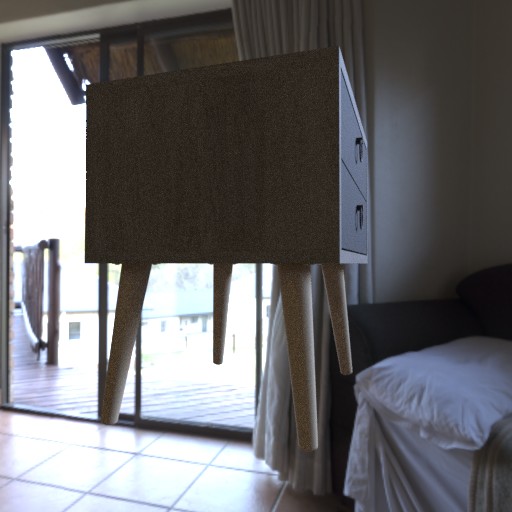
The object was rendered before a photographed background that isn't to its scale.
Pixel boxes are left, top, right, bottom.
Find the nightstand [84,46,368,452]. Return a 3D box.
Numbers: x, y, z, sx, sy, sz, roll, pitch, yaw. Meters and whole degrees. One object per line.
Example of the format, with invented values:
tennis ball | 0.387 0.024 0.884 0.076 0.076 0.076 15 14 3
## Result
nightstand | 0.000 0.000 0.803 0.380 0.500 0.450 0 -1 18
